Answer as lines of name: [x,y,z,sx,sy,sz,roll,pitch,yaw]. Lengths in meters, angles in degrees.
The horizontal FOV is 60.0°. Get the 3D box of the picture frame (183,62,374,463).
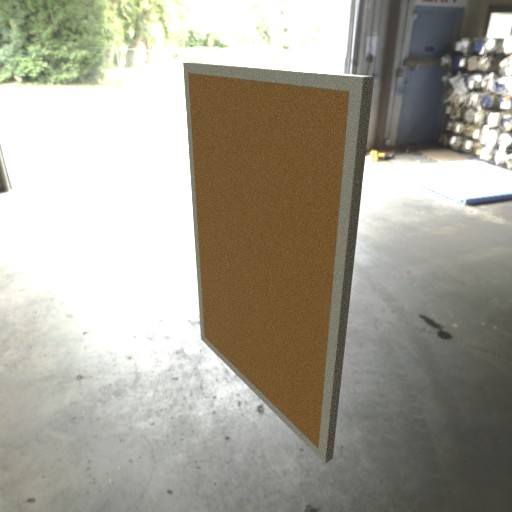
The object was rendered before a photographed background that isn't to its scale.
picture frame: [0.000,0.000,0.555,0.013,0.434,0.305,-17,31,-32]
